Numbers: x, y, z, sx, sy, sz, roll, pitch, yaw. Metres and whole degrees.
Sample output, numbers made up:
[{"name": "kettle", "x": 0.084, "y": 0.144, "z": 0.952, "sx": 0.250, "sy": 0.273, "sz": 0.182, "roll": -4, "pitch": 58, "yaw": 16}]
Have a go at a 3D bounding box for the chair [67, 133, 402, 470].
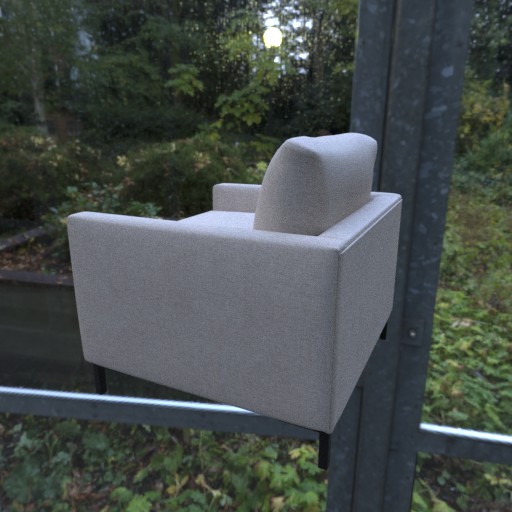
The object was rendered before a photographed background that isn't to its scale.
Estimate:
[{"name": "chair", "x": 0.000, "y": 0.000, "z": 1.612, "sx": 0.866, "sy": 0.861, "sz": 0.963, "roll": 8, "pitch": 18, "yaw": 25}]
